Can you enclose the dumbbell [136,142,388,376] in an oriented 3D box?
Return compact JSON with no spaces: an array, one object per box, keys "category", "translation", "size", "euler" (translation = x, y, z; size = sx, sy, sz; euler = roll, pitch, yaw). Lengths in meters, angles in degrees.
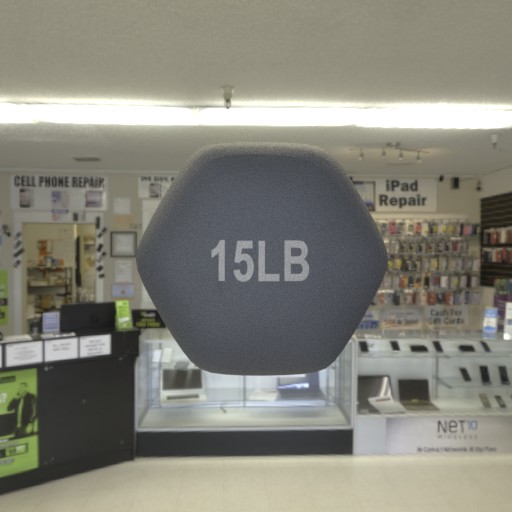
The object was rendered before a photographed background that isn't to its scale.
[{"category":"dumbbell","translation":[0.000,0.000,0.301],"size":[0.116,0.105,0.240],"euler":[0,1,-1]}]
